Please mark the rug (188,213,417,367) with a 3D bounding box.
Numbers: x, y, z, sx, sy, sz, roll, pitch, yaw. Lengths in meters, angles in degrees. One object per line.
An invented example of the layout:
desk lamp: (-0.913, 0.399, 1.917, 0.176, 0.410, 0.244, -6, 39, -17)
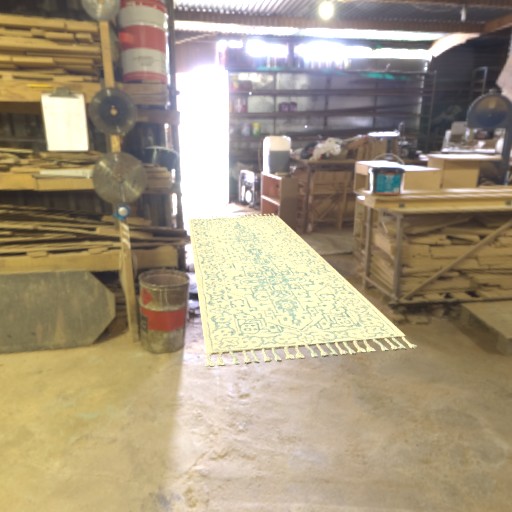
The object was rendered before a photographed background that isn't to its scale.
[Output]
rug: (0.000, 0.000, 2.698, 0.774, 0.011, 2.449, -3, 17, -9)
